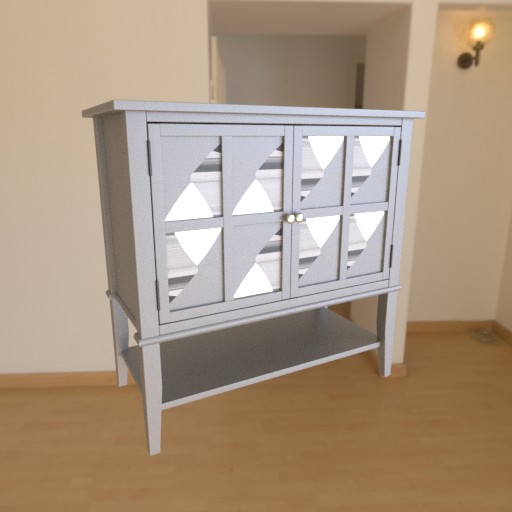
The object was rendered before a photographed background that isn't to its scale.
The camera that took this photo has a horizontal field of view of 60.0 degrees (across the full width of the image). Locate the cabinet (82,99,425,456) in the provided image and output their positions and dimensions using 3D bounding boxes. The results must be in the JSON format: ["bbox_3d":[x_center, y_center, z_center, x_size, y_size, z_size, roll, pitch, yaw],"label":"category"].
[{"bbox_3d":[0.000,0.000,1.252,0.801,0.780,0.396,-8,17,-27],"label":"cabinet"}]
